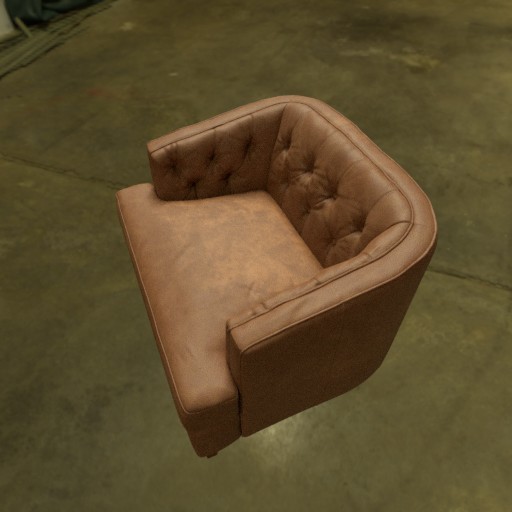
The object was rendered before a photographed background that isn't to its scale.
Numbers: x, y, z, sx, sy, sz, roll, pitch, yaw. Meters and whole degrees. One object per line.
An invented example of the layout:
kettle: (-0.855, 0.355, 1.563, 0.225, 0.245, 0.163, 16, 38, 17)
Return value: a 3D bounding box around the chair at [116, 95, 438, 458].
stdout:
chair: (0.000, 0.000, 1.733, 0.911, 0.836, 1.119, -16, 47, -16)
